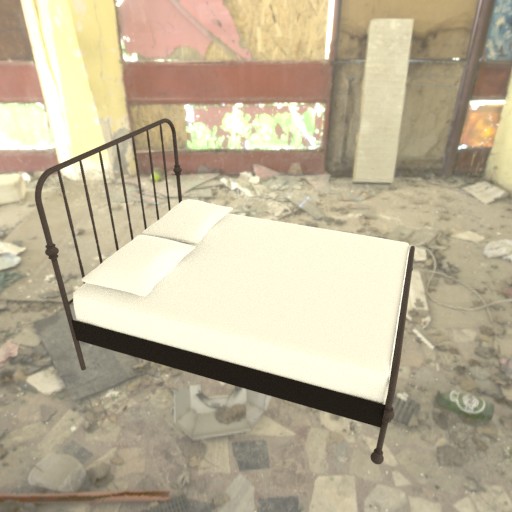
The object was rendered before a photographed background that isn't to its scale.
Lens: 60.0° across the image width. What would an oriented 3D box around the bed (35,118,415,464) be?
[{"bbox_3d":[0.000,0.000,3.113,2.134,1.446,1.616,11,32,18],"label":"bed"}]
